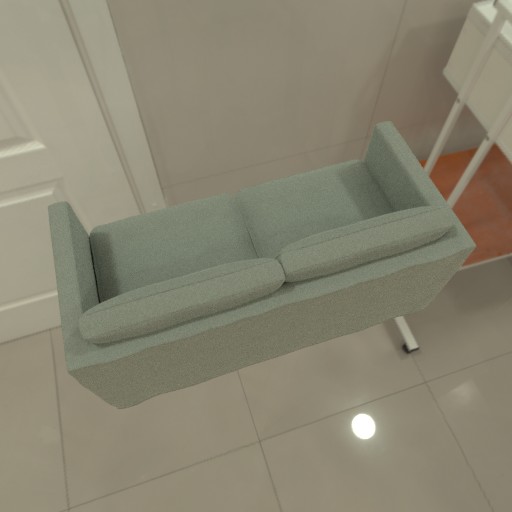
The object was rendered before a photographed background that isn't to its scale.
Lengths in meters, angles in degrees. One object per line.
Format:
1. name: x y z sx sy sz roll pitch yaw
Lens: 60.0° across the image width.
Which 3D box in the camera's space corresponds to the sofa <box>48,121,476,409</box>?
1. sofa: 0.000 0.000 2.458 1.987 0.870 0.940 -16 61 -9
